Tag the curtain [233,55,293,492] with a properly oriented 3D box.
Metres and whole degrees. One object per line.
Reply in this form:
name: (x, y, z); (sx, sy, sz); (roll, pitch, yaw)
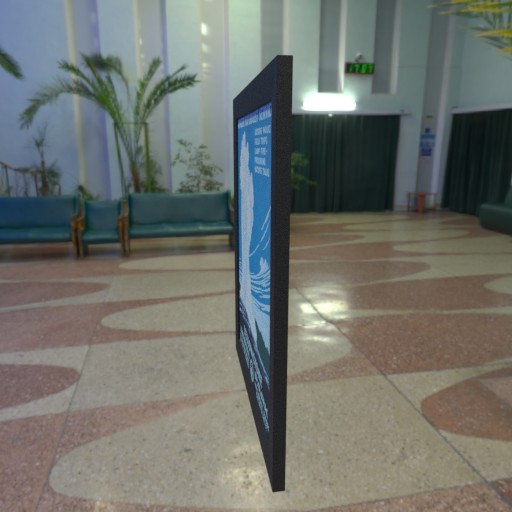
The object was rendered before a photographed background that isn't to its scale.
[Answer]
curtain: (0.000, 0.000, 0.804); (0.027, 0.585, 0.483); (-2, 14, -9)
